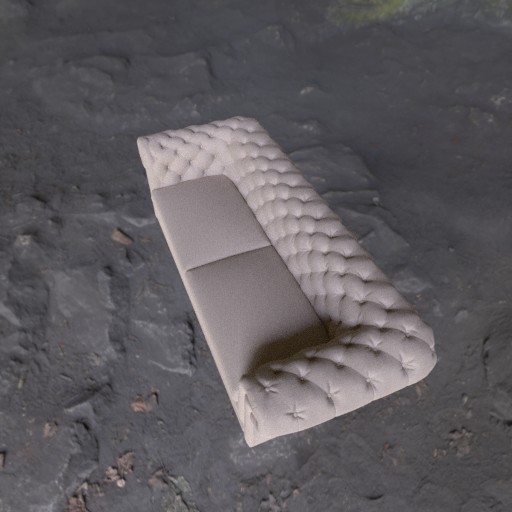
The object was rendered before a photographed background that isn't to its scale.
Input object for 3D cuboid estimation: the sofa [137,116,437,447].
[{"bbox_3d":[0.000,0.000,3.186,1.076,0.847,2.694,-17,48,-16],"label":"sofa"}]
